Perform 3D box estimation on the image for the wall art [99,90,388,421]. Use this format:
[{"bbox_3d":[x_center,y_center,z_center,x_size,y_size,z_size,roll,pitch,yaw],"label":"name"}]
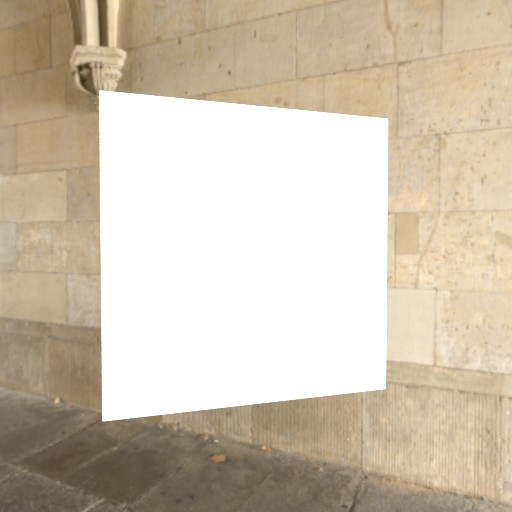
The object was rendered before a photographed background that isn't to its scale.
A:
[{"bbox_3d":[0.000,0.000,1.154,0.762,0.762,0.040,-1,2,-18],"label":"wall art"}]
